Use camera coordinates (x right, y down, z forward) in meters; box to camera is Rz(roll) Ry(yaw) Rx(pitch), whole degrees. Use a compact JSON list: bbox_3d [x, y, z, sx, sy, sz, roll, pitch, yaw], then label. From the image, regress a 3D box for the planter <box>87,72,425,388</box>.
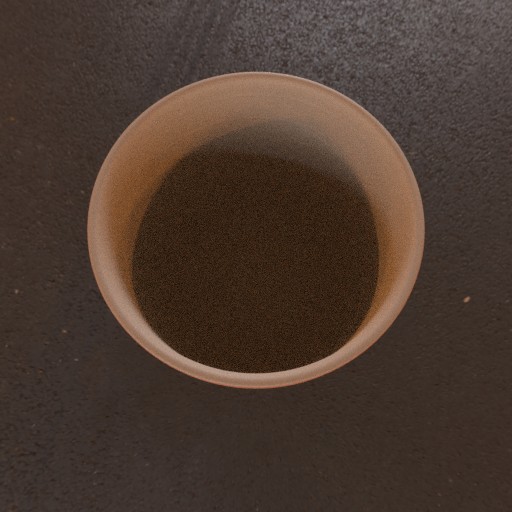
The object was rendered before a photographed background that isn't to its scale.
[{"bbox_3d":[0.000,0.000,0.363,0.208,0.190,0.208,0,73,0],"label":"planter"}]
